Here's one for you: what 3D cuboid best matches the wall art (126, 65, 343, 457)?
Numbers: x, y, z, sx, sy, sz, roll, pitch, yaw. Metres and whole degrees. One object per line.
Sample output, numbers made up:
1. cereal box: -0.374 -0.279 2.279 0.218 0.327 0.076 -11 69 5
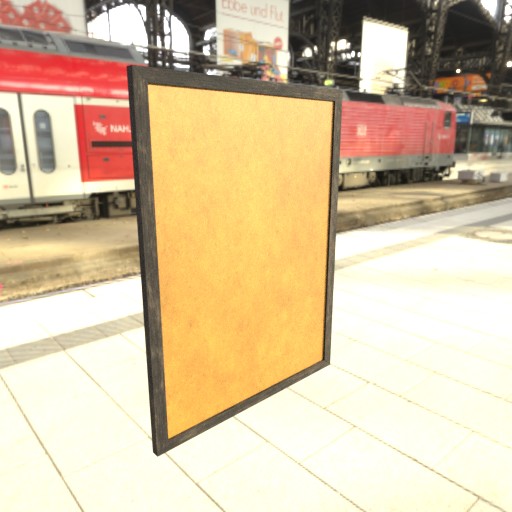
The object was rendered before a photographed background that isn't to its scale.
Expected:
1. wall art: 0.000 0.000 1.440 0.812 1.066 0.029 -13 20 -41
